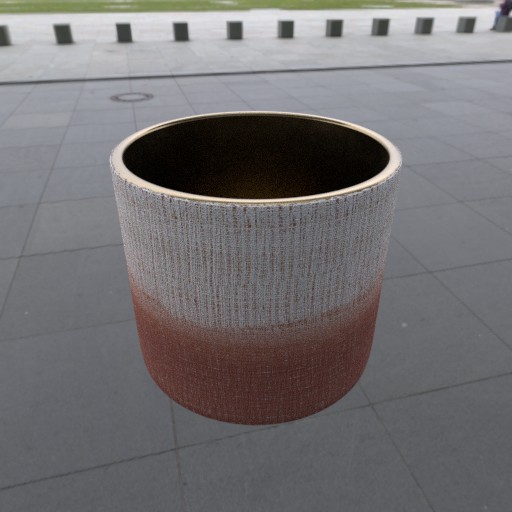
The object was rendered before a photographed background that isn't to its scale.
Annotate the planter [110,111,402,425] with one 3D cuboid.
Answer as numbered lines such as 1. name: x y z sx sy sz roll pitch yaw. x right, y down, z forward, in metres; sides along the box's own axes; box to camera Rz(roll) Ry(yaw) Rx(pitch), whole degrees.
1. planter: 0.000 0.000 0.392 0.221 0.201 0.221 0 32 0
